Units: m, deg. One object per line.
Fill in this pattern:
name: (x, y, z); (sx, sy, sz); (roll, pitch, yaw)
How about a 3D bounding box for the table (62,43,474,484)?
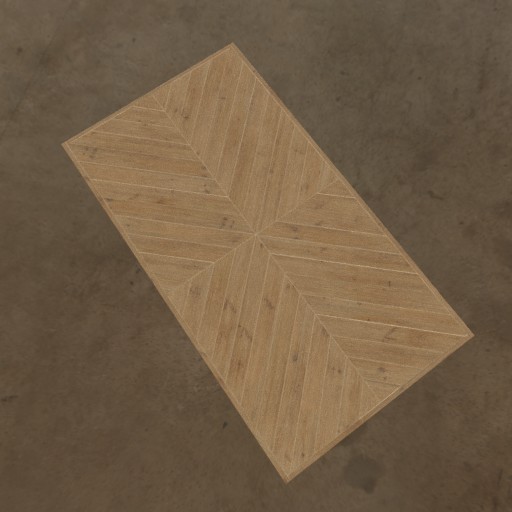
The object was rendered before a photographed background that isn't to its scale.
table: (0.000, 0.000, 2.361); (0.991, 0.762, 1.803); (-34, 78, -8)
